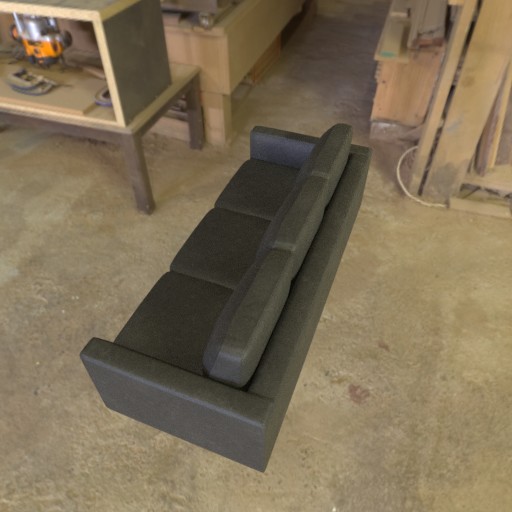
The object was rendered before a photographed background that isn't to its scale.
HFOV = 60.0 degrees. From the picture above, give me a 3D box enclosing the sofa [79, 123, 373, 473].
[{"bbox_3d":[0.000,0.000,2.559,0.879,0.899,2.029,16,48,15],"label":"sofa"}]
